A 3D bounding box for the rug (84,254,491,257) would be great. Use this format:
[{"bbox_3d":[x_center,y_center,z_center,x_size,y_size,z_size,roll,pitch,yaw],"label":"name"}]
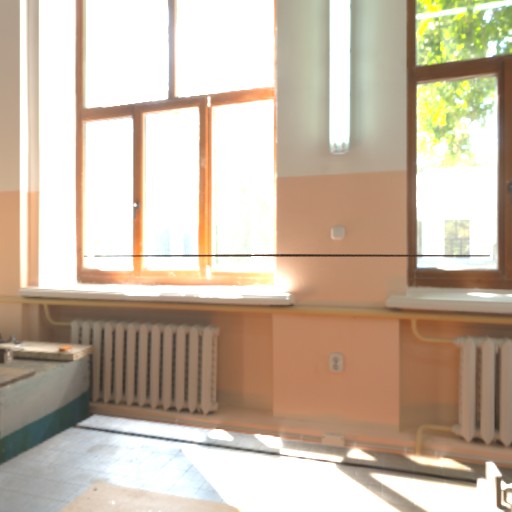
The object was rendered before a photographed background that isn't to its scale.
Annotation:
[{"bbox_3d":[0.000,0.000,2.318,1.219,0.008,1.829,0,0,-37],"label":"rug"}]
